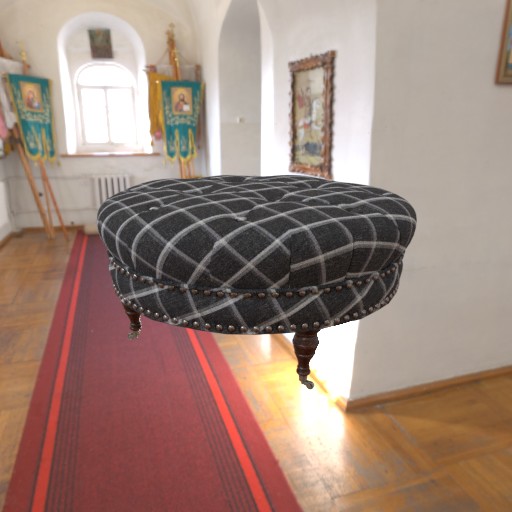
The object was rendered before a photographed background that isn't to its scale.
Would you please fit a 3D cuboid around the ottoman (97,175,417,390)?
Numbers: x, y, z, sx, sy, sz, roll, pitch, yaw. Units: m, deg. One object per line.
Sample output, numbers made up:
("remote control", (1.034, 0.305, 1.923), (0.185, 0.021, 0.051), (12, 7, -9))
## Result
("ottoman", (0.000, 0.000, 1.358), (0.901, 0.439, 0.901), (0, 18, 0))
